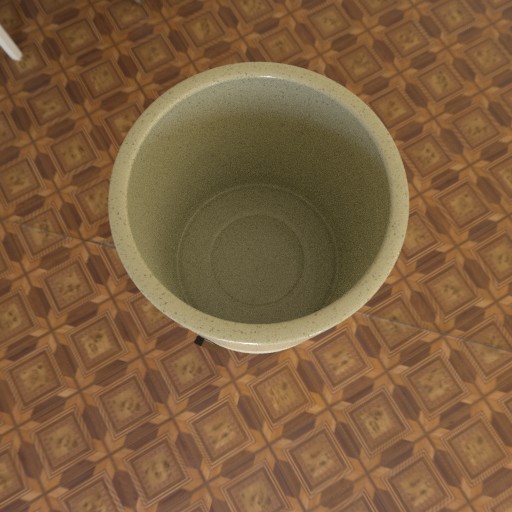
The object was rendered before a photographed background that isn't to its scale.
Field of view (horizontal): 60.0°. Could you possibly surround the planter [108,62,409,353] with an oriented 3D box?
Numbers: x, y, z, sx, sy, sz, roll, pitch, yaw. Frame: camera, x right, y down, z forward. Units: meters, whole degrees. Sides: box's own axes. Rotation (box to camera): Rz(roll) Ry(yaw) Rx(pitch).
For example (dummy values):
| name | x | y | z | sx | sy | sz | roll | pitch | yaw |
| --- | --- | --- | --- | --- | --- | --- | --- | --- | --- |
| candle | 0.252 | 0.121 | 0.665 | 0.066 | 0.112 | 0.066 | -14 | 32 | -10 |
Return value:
| name | x | y | z | sx | sy | sz | roll | pitch | yaw |
| --- | --- | --- | --- | --- | --- | --- | --- | --- | --- |
| planter | 0.000 | 0.000 | 0.531 | 0.234 | 0.390 | 0.243 | 27 | 78 | 6 |
